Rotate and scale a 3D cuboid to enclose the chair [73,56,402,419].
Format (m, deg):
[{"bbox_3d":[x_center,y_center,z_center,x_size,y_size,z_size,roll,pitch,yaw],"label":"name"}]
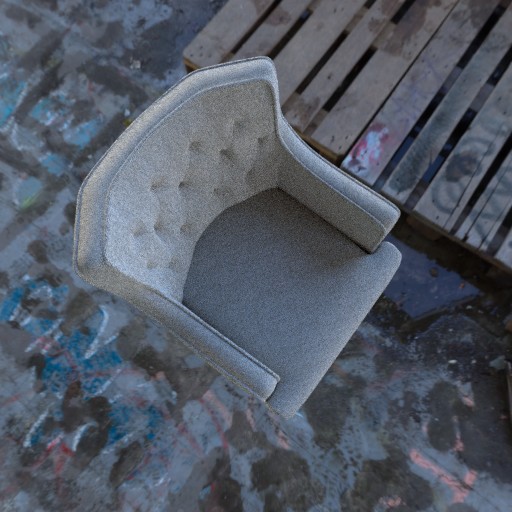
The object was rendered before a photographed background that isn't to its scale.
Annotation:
[{"bbox_3d":[0.000,0.000,1.645,0.910,0.920,0.820,37,77,10],"label":"chair"}]
